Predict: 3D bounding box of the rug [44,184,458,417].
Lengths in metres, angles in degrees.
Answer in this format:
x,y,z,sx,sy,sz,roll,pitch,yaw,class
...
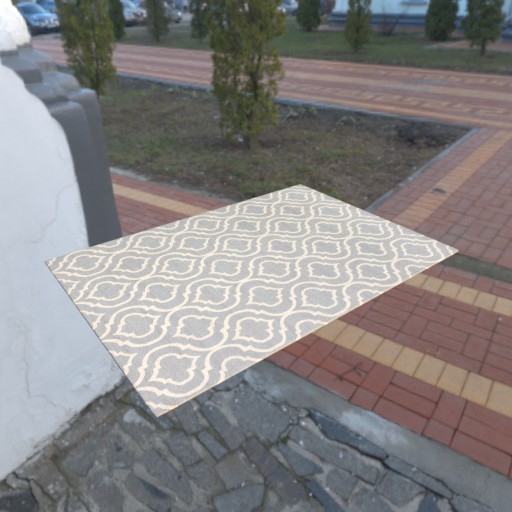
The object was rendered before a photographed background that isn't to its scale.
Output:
x,y,z,sx,sy,sz,roll,pitch,yaw,class
0.000,0.000,2.705,2.080,0.010,1.451,-21,36,-32,rug
